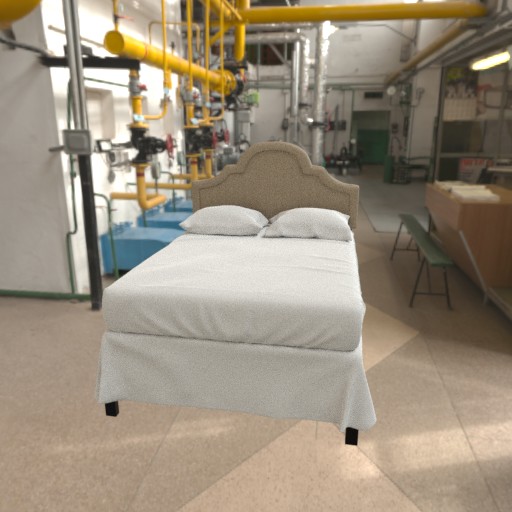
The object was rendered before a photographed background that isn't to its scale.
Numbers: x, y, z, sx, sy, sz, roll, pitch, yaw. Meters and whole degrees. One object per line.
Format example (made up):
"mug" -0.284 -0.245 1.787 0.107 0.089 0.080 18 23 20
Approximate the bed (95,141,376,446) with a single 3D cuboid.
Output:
"bed" 0.000 0.000 3.407 1.780 1.634 2.222 3 17 10
